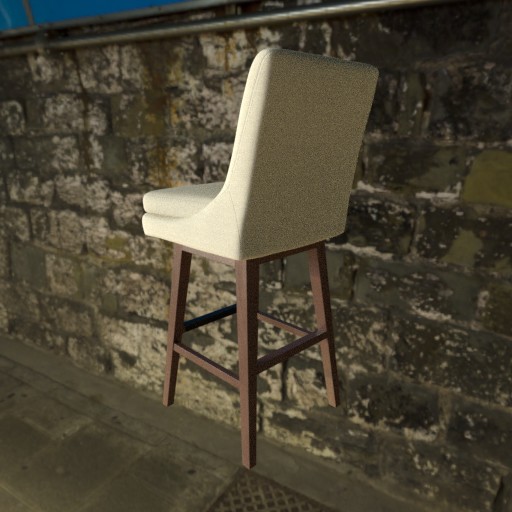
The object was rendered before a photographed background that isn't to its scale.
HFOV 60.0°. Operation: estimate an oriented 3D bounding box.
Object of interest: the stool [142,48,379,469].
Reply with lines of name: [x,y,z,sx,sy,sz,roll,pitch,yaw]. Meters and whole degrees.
stool: [0.000,0.000,1.381,0.483,1.093,0.559,-15,22,-42]
